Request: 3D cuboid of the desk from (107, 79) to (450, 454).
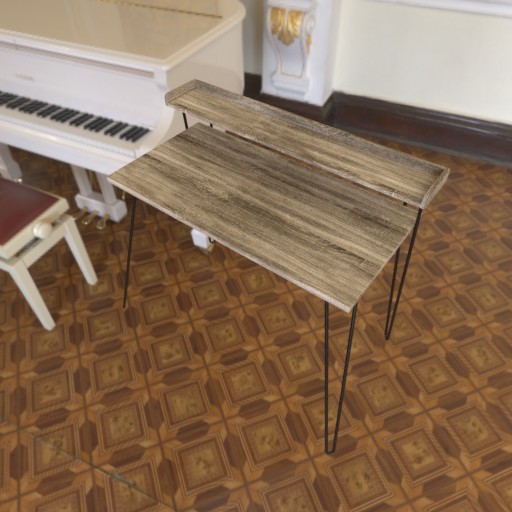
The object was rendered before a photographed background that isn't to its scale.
[{"bbox_3d":[0.000,0.000,1.688,1.135,0.899,0.605,28,52,25],"label":"desk"}]
